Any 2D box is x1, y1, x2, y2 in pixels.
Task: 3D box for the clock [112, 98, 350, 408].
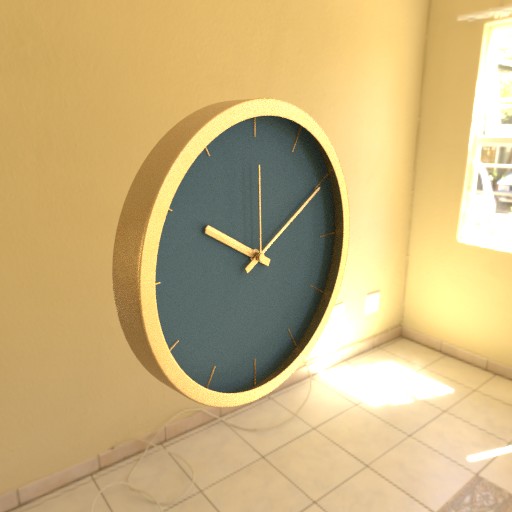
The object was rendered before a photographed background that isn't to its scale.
[{"bbox_3d":[0.000,0.000,0.469,0.040,0.314,0.314,13,20,40],"label":"clock"}]
